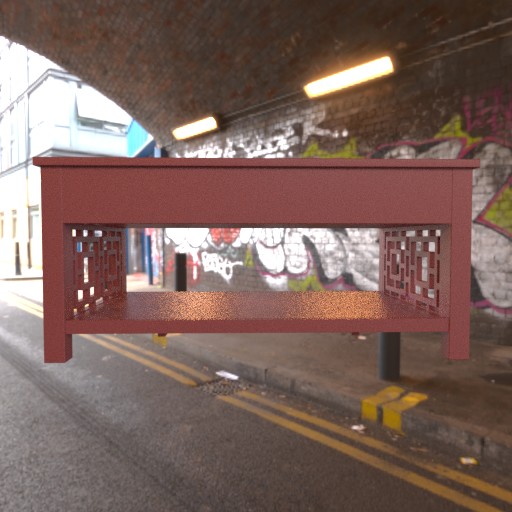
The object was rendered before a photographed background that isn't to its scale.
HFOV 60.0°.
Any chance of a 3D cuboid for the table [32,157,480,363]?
[{"bbox_3d":[0.000,0.000,1.371,1.068,0.493,0.612,0,2,-2],"label":"table"}]
